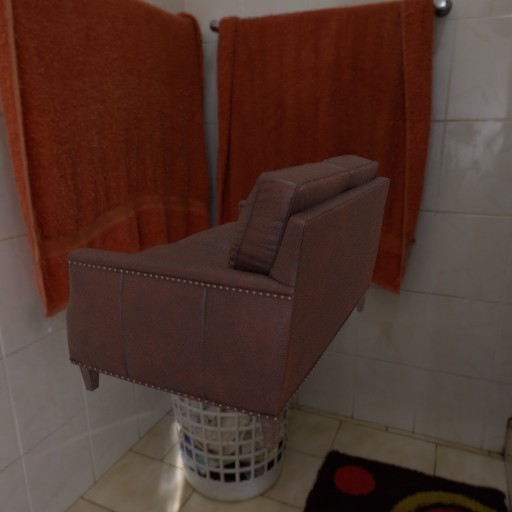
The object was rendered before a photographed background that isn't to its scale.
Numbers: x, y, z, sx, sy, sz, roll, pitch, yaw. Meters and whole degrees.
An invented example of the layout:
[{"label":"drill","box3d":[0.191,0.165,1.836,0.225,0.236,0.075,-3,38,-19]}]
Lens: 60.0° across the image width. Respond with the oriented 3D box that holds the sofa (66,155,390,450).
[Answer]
[{"label":"sofa","box3d":[0.000,0.000,2.306,1.083,1.003,1.628,7,17,25]}]
